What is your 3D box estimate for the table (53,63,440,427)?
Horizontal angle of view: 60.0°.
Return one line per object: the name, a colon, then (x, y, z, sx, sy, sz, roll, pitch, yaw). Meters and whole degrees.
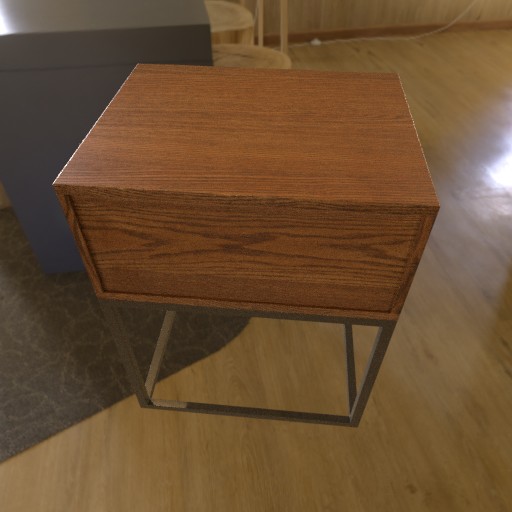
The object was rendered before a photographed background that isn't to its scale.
table: (0.000, 0.000, 0.902, 0.482, 0.610, 0.400, 4, 45, 4)
